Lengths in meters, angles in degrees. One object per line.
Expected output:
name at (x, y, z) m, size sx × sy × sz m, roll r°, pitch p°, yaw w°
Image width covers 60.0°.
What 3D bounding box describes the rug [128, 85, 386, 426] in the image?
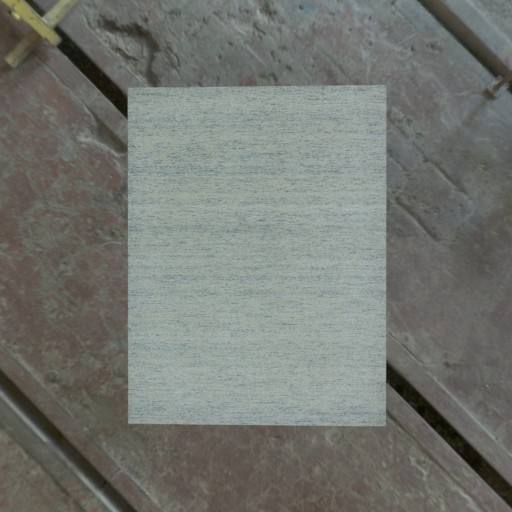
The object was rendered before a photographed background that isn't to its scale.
rug at (0.000, 0.000, 4.188) m, size 2.438 × 0.006 × 3.197 m, roll 0°, pitch 90°, yaw 2°
